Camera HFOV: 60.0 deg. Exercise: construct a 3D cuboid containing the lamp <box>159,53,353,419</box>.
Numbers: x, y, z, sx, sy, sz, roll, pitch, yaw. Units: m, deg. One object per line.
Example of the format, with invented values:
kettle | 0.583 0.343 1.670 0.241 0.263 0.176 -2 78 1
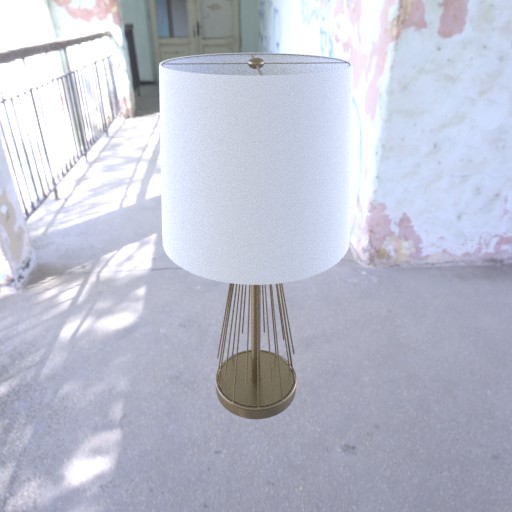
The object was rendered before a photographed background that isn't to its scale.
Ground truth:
lamp | 0.000 0.000 0.752 0.303 0.618 0.303 0 30 0
